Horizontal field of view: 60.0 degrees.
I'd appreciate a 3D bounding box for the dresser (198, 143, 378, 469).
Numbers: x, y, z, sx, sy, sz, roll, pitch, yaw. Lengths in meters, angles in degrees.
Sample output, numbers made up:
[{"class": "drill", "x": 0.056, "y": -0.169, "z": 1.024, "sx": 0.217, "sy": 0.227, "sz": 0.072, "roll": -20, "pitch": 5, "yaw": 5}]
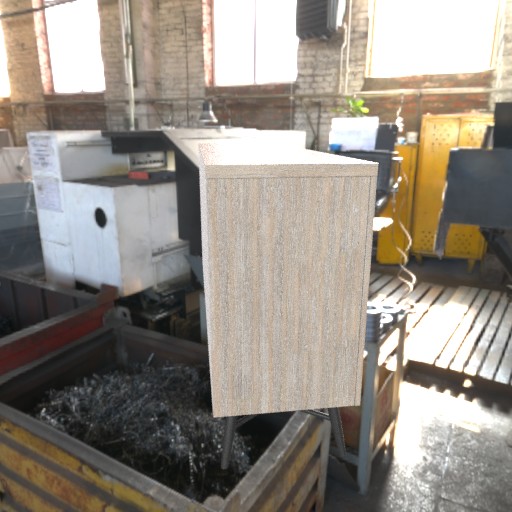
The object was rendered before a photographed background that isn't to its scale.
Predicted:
[{"class": "dresser", "x": 0.000, "y": 0.000, "z": 1.955, "sx": 0.457, "sy": 0.914, "sz": 1.524, "roll": -2, "pitch": 16, "yaw": -7}]
